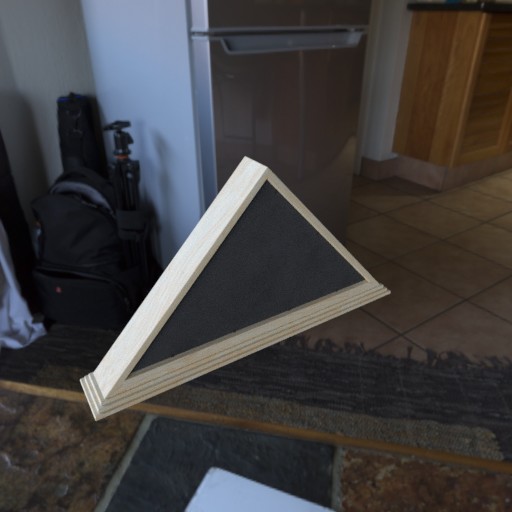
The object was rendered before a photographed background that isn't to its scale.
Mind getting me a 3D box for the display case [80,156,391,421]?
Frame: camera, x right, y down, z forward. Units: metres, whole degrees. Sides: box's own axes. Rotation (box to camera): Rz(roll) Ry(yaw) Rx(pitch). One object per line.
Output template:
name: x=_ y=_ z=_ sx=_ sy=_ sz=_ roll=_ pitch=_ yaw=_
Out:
display case: x=0.000 y=0.000 z=0.776 sx=0.640 sy=0.340 sz=0.095 roll=-18 pitch=34 yaw=-28
